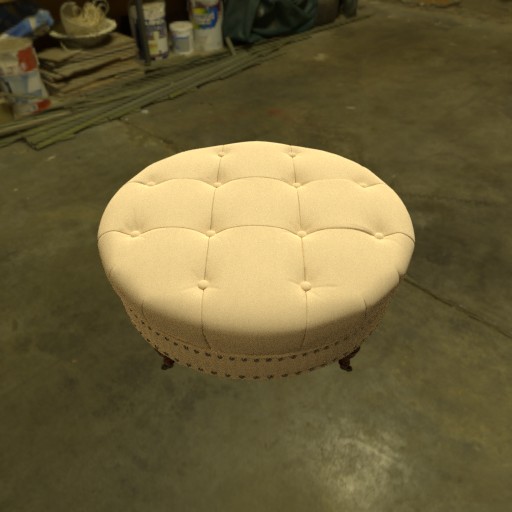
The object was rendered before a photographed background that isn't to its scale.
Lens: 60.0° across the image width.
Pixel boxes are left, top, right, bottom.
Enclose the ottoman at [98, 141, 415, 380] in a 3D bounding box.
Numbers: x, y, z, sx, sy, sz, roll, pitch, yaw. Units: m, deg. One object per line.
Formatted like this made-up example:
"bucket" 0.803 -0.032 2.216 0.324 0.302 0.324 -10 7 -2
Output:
"ottoman" 0.000 0.000 1.402 0.901 0.439 0.901 0 42 0
